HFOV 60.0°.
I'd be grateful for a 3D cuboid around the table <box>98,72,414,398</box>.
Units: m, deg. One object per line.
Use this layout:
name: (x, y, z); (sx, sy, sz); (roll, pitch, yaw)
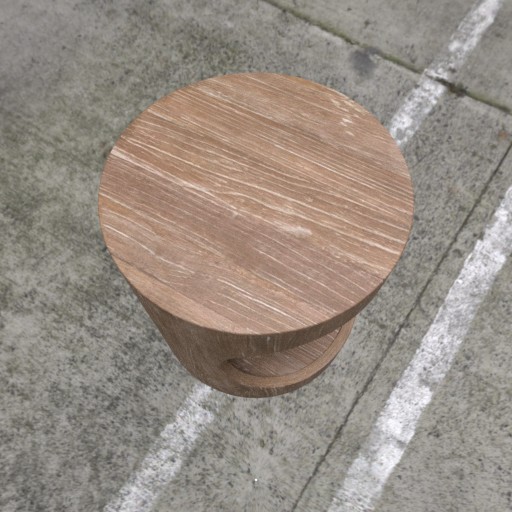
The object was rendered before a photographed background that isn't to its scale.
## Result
table: (0.000, 0.000, 0.993); (0.527, 0.551, 0.527); (0, 63, 0)
